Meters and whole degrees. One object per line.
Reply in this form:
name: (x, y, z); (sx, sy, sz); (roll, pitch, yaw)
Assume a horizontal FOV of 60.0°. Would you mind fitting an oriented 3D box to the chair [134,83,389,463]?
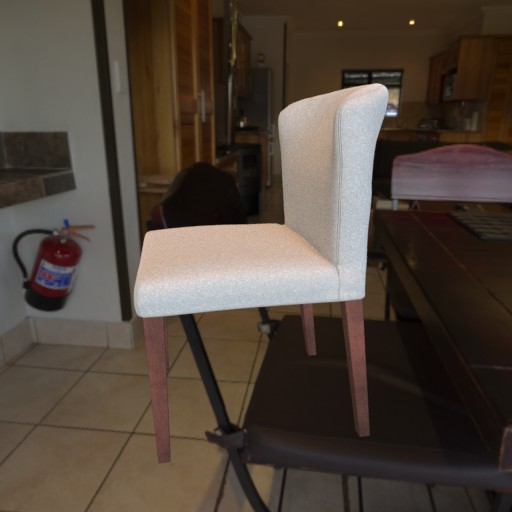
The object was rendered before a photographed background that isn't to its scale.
chair: (0.000, 0.000, 1.152); (0.592, 0.839, 0.491); (-3, 17, -11)
